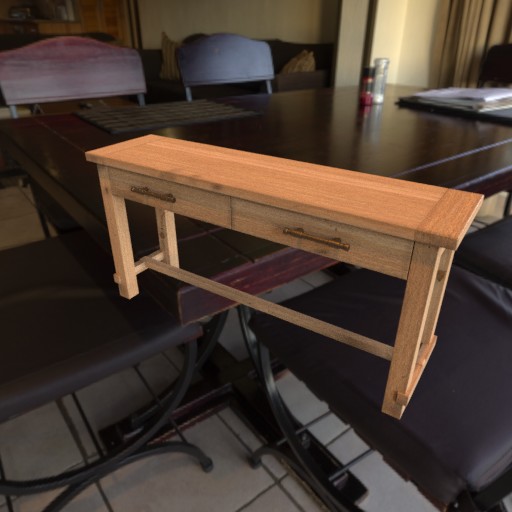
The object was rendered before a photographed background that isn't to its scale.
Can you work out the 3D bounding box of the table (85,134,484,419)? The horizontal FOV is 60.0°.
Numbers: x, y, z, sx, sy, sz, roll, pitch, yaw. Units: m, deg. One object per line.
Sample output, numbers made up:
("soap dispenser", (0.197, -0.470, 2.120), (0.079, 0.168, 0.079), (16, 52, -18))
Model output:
("table", (0.000, 0.000, 1.935), (1.599, 0.762, 0.442), (18, 33, 29))
